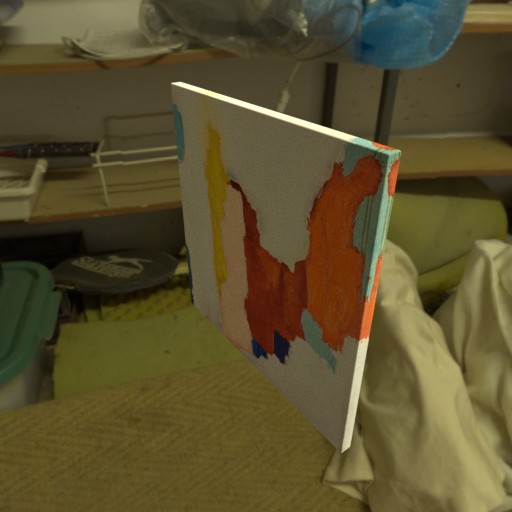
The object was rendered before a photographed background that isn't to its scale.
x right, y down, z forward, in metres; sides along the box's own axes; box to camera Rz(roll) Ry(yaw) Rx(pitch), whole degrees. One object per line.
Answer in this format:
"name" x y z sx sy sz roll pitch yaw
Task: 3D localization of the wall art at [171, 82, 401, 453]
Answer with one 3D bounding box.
"wall art" 0.000 0.000 1.566 0.044 1.017 1.017 -21 37 -30
